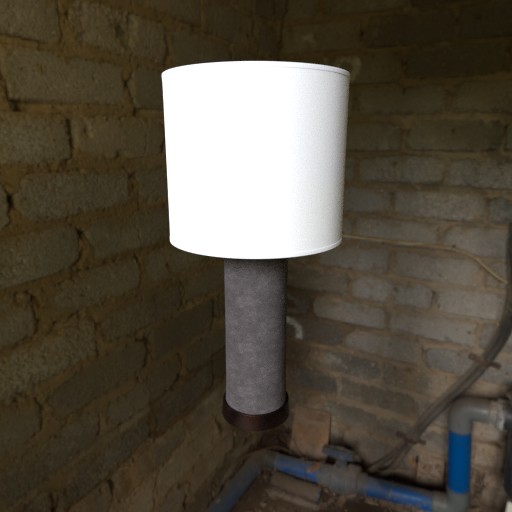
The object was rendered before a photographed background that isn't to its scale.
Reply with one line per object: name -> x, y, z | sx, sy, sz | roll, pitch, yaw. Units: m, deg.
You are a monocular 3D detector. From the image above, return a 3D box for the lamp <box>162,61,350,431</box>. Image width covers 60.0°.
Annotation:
lamp -> 0.000, 0.000, 0.798 | 0.301, 0.630, 0.301 | -2, 15, -9
